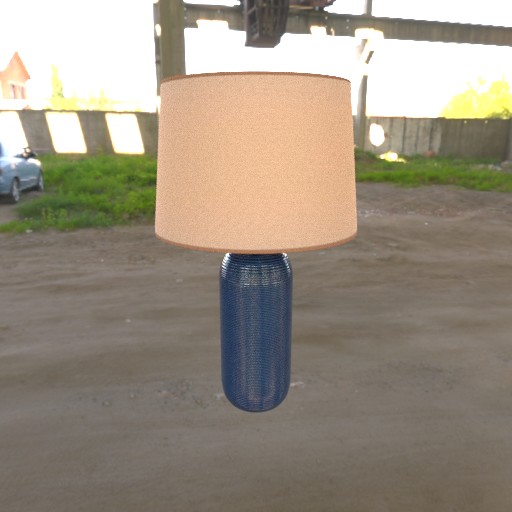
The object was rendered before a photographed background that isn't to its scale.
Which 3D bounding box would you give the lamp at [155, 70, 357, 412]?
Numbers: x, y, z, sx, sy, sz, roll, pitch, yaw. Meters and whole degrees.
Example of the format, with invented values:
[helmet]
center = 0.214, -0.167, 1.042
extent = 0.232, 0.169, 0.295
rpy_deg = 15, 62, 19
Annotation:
[lamp]
center = 0.000, 0.000, 0.837
extent = 0.367, 0.609, 0.367
rpy_deg = 0, 15, 0
